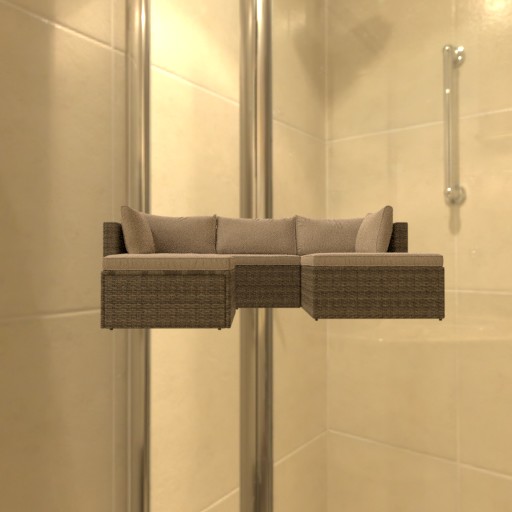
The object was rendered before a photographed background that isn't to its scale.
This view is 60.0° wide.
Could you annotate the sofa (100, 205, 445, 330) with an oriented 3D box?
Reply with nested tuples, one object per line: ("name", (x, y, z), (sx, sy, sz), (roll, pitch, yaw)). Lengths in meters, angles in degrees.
("sofa", (0.000, 0.000, 3.045), (2.192, 0.766, 1.662), (0, -1, 0))
